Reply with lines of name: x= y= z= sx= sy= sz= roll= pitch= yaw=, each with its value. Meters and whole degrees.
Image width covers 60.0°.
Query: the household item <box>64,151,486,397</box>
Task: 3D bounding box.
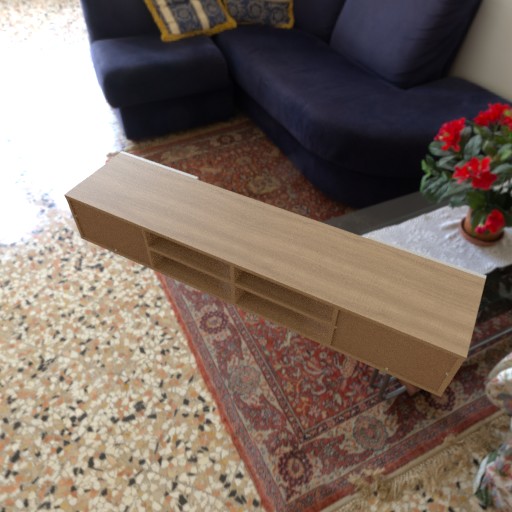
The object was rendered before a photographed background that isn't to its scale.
household item: x=0.000 y=0.000 z=2.045 sx=1.850 sy=0.310 sz=0.420 roll=21 pitch=50 yaw=19
